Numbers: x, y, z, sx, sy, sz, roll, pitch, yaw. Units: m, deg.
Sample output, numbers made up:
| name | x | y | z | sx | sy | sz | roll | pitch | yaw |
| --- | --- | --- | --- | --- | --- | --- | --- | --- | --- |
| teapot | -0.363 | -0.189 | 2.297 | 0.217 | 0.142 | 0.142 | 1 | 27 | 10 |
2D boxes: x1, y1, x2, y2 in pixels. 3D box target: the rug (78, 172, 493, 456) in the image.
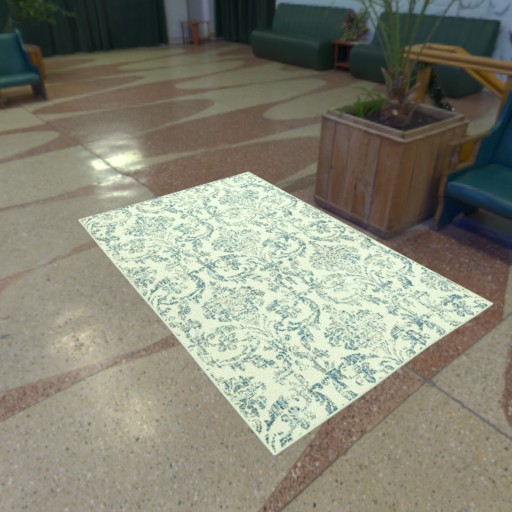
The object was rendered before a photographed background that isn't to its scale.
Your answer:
| name | x | y | z | sx | sy | sz | roll | pitch | yaw |
| --- | --- | --- | --- | --- | --- | --- | --- | --- | --- |
| rug | 0.000 | 0.000 | 3.359 | 1.819 | 0.018 | 2.746 | -22 | 39 | -30 |
